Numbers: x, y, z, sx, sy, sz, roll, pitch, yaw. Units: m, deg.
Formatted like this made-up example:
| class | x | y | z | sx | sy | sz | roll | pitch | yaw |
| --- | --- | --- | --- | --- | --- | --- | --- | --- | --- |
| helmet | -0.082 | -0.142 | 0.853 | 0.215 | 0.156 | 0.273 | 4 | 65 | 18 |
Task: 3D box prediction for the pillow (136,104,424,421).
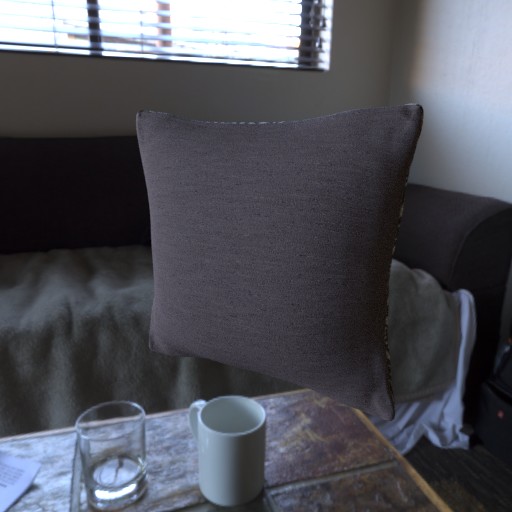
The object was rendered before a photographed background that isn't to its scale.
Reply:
| class | x | y | z | sx | sy | sz | roll | pitch | yaw |
| --- | --- | --- | --- | --- | --- | --- | --- | --- | --- |
| pillow | 0.000 | 0.000 | 0.654 | 0.436 | 0.417 | 0.148 | 8 | 18 | 27 |
